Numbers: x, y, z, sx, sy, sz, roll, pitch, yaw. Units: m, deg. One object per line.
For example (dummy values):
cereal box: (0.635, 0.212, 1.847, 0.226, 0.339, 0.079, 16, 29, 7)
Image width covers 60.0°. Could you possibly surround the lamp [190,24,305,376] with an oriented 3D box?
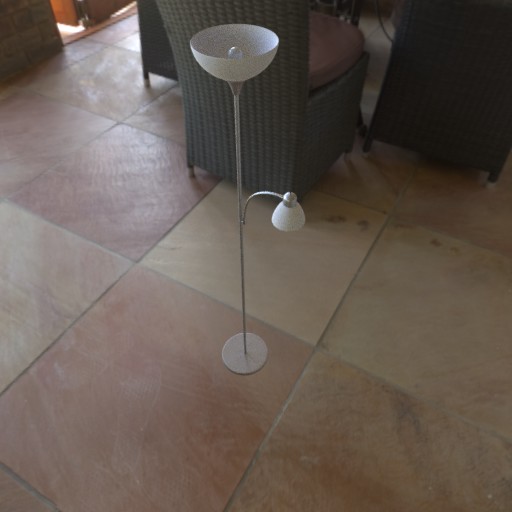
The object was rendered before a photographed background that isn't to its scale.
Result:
lamp: (0.000, 0.000, 1.965, 0.425, 1.804, 0.279, 25, 52, 22)
